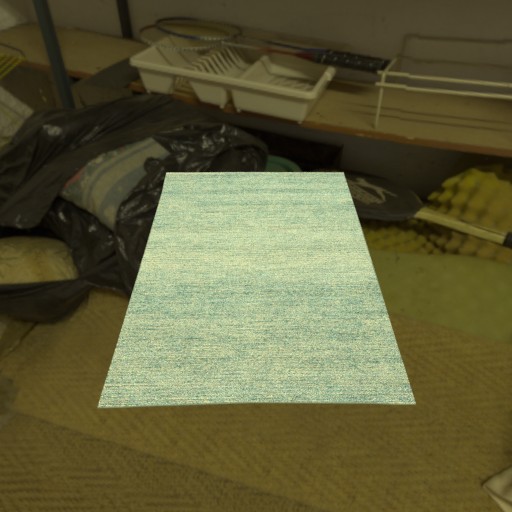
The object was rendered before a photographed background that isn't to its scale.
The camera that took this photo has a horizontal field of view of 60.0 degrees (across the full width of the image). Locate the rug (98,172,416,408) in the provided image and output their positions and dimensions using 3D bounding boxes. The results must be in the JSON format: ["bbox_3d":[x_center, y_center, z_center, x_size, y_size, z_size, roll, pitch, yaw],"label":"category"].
[{"bbox_3d":[0.000,0.000,5.429,2.802,0.052,4.078,0,40,0],"label":"rug"}]
